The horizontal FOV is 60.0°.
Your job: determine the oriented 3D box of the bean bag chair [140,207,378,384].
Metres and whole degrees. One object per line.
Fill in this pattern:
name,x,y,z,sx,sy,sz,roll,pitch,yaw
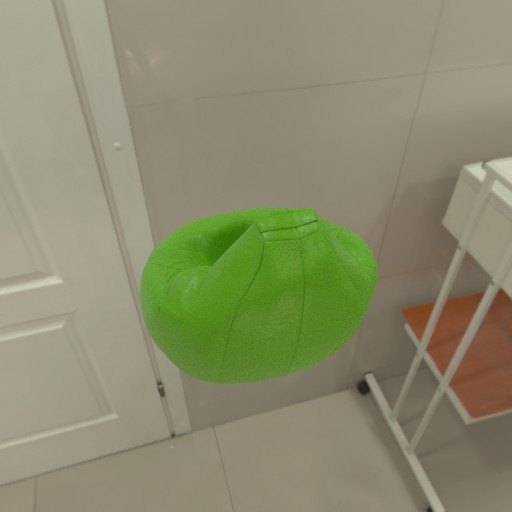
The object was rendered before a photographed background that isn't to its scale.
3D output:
bean bag chair,0.000,0.000,1.980,1.070,0.990,1.070,-11,43,-12
